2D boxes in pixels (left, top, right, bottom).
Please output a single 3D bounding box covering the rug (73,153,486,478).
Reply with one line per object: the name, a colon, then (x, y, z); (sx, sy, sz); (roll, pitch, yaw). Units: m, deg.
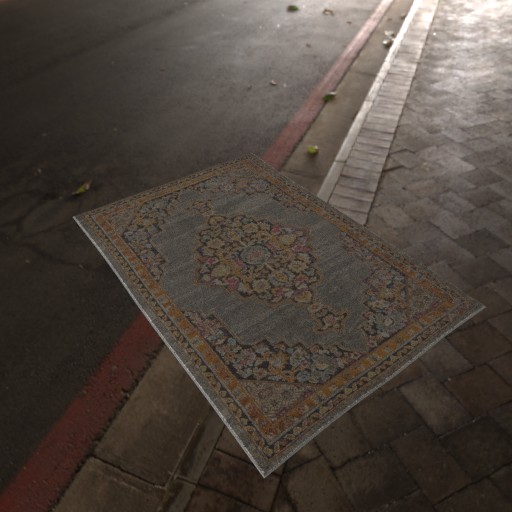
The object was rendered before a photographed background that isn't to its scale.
rug: (0.000, 0.000, 3.655); (2.043, 0.026, 2.901); (-26, 47, -27)
